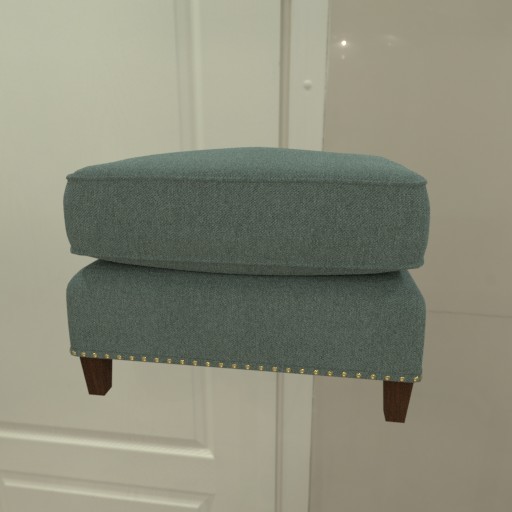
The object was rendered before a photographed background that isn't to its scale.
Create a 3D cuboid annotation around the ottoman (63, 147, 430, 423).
[{"bbox_3d":[0.000,0.000,1.122,0.738,0.537,0.589,2,16,8],"label":"ottoman"}]
